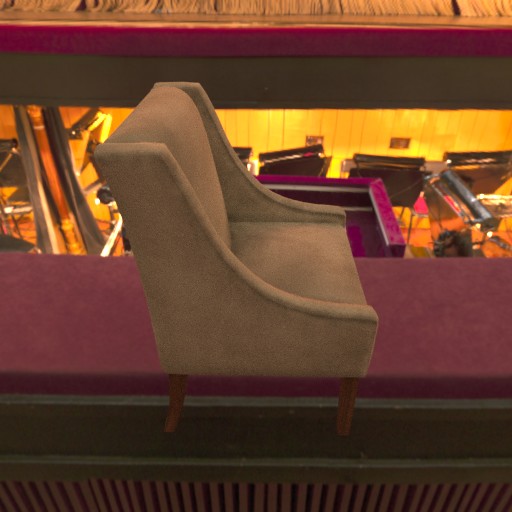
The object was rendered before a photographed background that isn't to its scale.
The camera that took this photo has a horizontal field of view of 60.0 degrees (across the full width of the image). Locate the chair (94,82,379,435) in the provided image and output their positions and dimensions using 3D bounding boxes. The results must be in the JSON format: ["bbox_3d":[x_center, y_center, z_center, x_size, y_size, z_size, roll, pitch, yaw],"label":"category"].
[{"bbox_3d":[0.000,0.000,1.344,0.629,0.895,0.629,1,33,1],"label":"chair"}]
